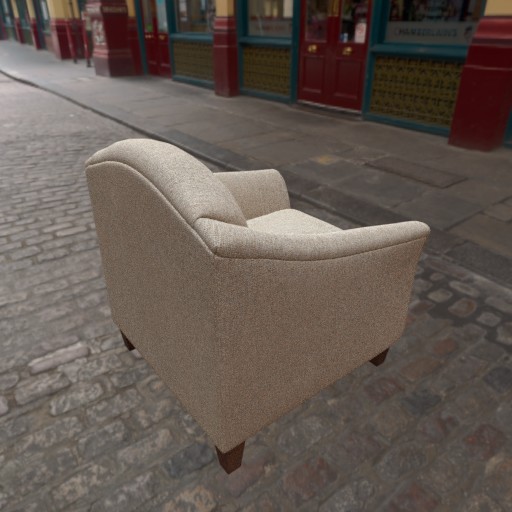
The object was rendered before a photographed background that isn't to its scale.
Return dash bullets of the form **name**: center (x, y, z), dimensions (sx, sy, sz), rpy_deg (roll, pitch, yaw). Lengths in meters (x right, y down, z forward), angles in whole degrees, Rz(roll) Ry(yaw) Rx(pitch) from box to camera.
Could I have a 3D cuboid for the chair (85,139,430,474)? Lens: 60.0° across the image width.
- **chair**: center (0.000, 0.000, 1.458), dimensions (0.787, 0.839, 0.763), rpy_deg (-20, 33, -33)
